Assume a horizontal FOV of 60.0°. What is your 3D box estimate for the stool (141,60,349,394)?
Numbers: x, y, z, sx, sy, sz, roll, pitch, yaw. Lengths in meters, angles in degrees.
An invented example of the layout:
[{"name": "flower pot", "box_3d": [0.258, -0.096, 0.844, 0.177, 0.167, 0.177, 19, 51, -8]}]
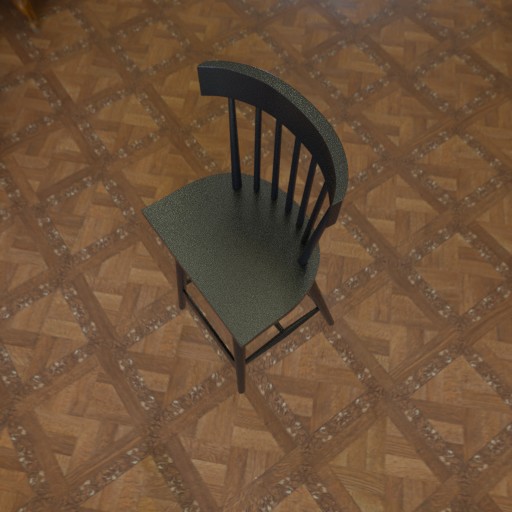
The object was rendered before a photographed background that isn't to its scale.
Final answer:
[{"name": "stool", "box_3d": [0.000, 0.000, 1.356, 0.483, 1.092, 0.482, -34, 68, -15]}]
